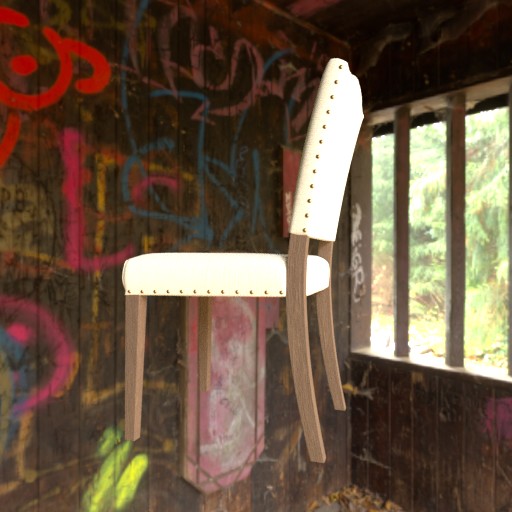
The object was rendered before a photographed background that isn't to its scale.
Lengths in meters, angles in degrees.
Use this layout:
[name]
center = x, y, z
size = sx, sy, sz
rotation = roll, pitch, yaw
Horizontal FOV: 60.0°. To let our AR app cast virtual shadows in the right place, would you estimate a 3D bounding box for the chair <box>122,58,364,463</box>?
[chair]
center = 0.000, 0.000, 1.361
size = 0.619, 1.015, 0.508
rotation = 0, 0, 19
